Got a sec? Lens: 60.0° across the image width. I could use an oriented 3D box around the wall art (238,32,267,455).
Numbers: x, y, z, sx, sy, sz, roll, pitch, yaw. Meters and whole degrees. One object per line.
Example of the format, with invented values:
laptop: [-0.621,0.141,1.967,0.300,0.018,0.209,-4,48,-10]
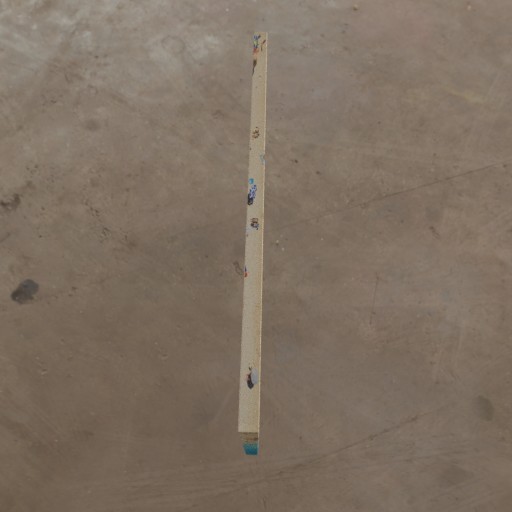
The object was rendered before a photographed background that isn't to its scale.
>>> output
wall art: [0.000,0.000,1.430,0.040,0.769,1.136,1,63,1]
